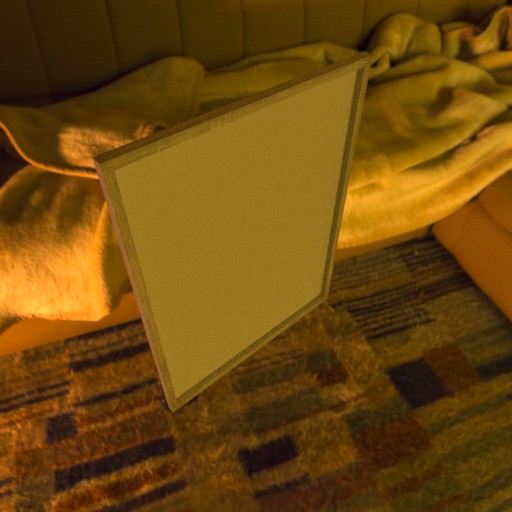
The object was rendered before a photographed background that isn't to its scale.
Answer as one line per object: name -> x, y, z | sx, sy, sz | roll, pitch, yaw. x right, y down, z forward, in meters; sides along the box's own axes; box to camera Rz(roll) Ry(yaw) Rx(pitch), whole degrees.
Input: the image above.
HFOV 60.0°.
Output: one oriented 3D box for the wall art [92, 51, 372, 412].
wall art -> 0.000, 0.000, 1.362 | 0.781, 1.022, 0.035 | -32, 53, -27
